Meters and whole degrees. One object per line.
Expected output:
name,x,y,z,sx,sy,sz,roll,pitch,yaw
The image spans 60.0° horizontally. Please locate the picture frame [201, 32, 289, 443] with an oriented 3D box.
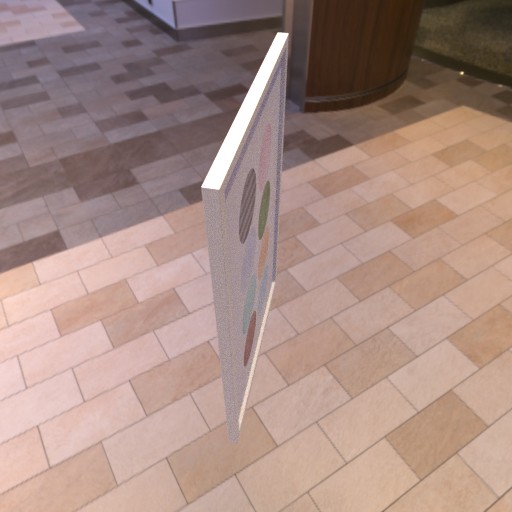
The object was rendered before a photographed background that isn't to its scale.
picture frame,0.000,0.000,0.564,0.013,0.434,0.305,9,46,8
